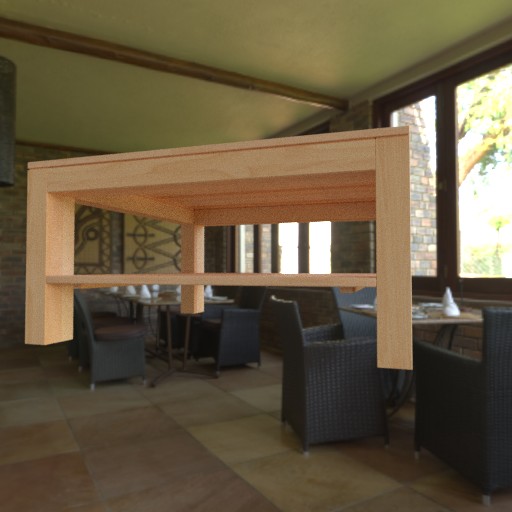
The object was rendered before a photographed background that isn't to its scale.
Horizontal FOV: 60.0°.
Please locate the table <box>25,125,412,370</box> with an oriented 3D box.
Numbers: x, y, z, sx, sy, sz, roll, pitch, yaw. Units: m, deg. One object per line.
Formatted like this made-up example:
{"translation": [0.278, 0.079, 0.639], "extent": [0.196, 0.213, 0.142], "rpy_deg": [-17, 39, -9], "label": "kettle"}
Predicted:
{"translation": [0.000, 0.000, 1.382], "extent": [0.900, 0.450, 0.900], "rpy_deg": [-1, -2, 18], "label": "table"}
